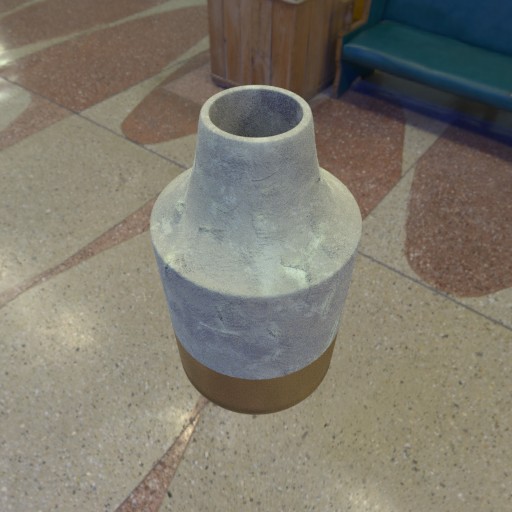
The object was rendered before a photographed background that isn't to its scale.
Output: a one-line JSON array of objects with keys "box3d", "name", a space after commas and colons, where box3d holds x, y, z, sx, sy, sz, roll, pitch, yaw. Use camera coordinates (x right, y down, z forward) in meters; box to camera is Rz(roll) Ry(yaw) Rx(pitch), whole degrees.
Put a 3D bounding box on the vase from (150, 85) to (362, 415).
[{"box3d": [0.000, 0.000, 0.426, 0.184, 0.305, 0.184, 0, 47, 0], "name": "vase"}]
